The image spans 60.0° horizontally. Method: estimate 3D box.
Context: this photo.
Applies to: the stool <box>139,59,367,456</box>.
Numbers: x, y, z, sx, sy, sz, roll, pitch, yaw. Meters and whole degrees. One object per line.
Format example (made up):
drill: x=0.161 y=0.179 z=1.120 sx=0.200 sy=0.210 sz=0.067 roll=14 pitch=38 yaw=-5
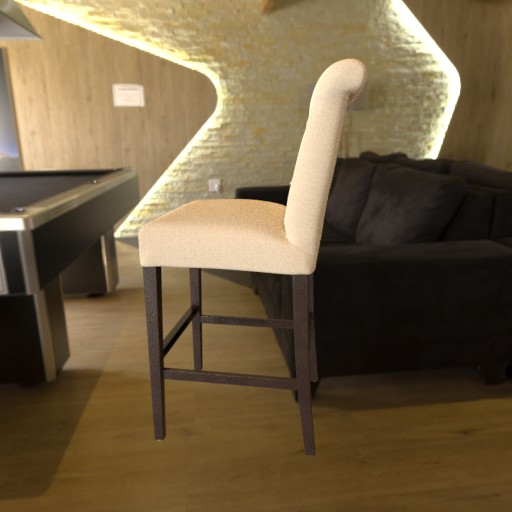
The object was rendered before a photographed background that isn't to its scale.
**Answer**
stool: x=0.000 y=0.000 z=1.438 sx=0.610 sy=1.118 sz=0.482 roll=2 pitch=15 yaw=9
